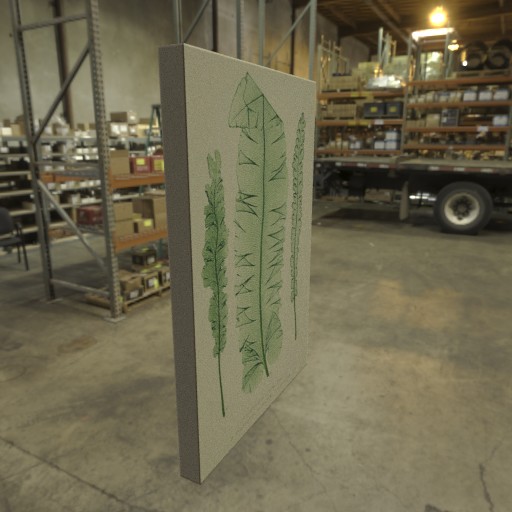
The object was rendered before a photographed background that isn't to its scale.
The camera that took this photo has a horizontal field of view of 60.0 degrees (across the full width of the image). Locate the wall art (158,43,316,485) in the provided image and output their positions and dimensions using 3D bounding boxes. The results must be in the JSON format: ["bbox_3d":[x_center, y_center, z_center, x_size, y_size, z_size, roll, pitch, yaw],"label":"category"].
[{"bbox_3d":[0.000,0.000,0.773,0.038,0.608,0.418,8,17,28],"label":"wall art"}]
